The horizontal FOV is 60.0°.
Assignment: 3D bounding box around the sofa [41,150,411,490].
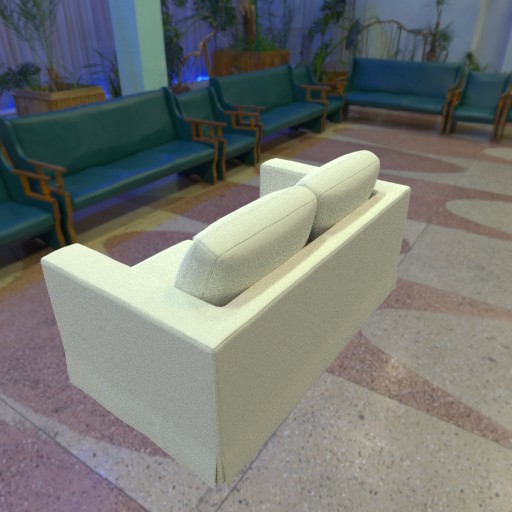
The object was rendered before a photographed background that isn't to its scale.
[{"bbox_3d":[0.000,0.000,2.355,1.009,0.932,1.813,20,35,31],"label":"sofa"}]
